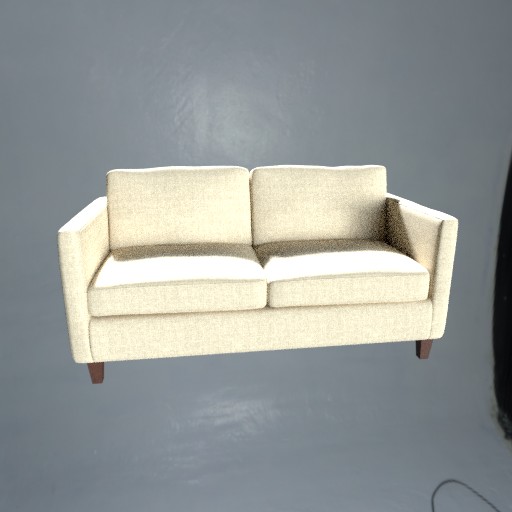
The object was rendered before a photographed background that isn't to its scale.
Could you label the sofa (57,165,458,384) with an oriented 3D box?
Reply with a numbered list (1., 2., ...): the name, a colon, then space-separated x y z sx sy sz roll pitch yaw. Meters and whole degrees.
1. sofa: 0.000 0.000 2.511 1.884 0.963 0.950 -2 17 -8
